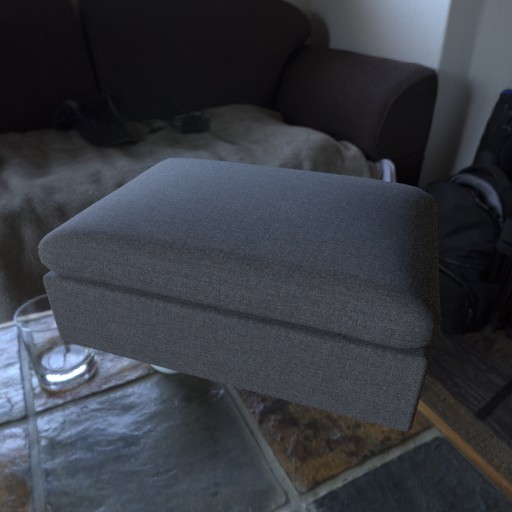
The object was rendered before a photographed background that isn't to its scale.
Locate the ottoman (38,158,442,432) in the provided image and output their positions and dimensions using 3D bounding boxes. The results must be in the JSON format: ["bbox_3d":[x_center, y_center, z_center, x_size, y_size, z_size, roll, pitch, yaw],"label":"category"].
[{"bbox_3d":[0.000,0.000,1.395,1.041,0.483,0.711,10,33,16],"label":"ottoman"}]
